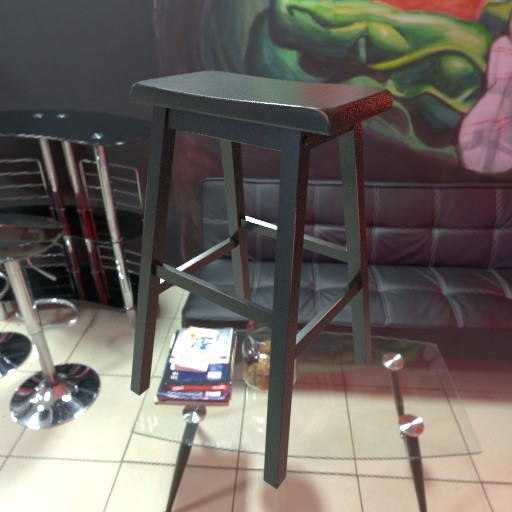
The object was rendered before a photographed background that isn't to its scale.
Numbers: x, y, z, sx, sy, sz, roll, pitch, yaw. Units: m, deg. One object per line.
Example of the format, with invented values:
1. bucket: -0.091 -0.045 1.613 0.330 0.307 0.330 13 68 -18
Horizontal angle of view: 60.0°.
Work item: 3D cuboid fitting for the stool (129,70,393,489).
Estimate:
1. stool: 0.000 0.000 1.014 0.457 0.737 0.476 20 35 31
